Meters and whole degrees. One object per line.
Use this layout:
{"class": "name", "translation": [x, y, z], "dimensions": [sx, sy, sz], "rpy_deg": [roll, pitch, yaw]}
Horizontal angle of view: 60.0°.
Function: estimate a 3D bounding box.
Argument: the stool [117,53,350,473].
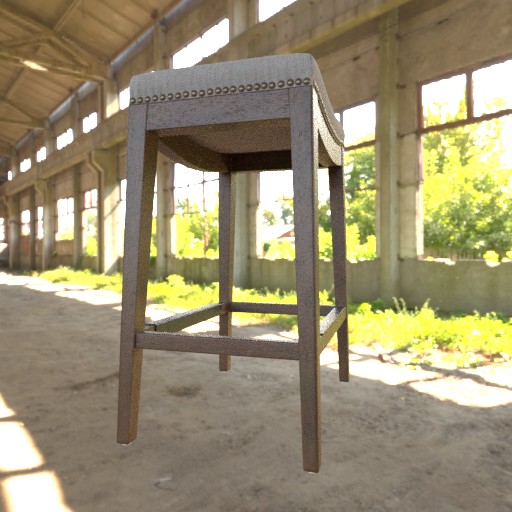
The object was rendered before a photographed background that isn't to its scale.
{"class": "stool", "translation": [0.000, 0.000, 0.961], "dimensions": [0.356, 0.660, 0.508], "rpy_deg": [0, 1, 17]}
